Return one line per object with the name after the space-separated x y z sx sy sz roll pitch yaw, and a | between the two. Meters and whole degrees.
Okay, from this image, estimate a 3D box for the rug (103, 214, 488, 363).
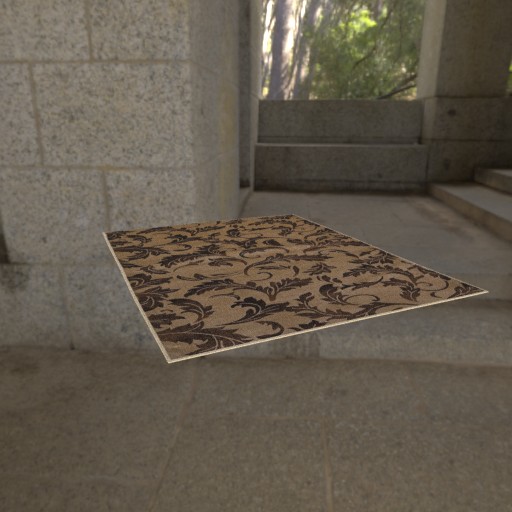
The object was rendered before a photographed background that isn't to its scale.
0.000 0.000 4.050 2.380 0.008 2.977 -8 19 -23 | rug
